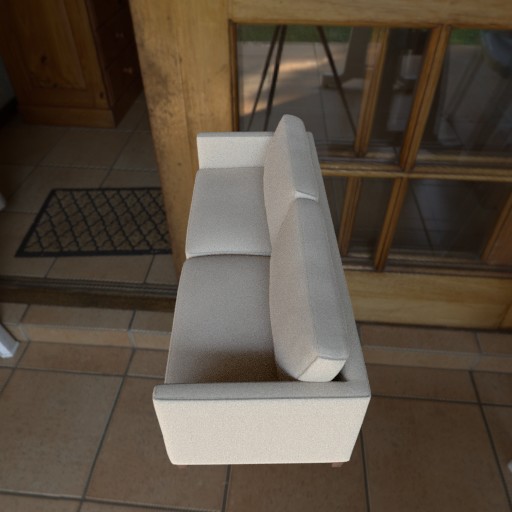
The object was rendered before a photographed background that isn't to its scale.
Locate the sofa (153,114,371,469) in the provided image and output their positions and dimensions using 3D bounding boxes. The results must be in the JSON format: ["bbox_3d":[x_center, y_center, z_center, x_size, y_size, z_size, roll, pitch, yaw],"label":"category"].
[{"bbox_3d":[0.000,0.000,2.869,0.951,0.968,2.361,-1,43,-1],"label":"sofa"}]
